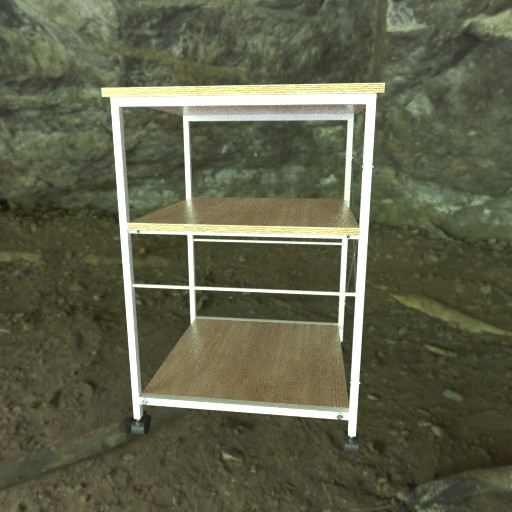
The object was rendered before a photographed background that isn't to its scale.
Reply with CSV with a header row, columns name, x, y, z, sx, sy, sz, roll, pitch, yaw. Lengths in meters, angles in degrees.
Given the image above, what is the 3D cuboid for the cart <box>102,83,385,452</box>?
name,x,y,z,sx,sy,sz,roll,pitch,yaw
cart,0.000,0.000,1.143,0.520,0.762,0.521,2,14,7
